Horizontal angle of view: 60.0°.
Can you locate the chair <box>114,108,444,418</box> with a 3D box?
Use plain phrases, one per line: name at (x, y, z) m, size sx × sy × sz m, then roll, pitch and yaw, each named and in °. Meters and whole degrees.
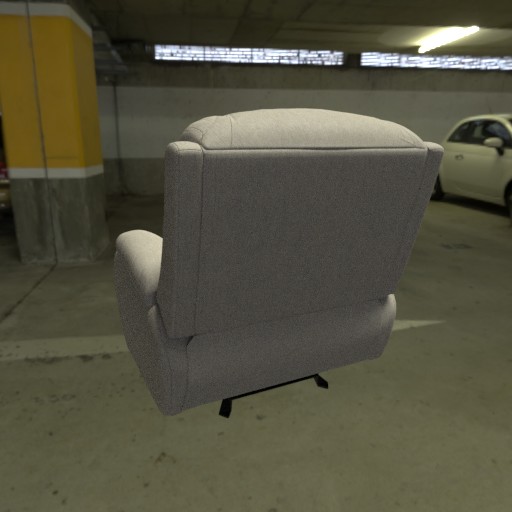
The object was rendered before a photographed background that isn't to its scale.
chair at (0.000, 0.000, 1.660) m, size 0.930 × 1.011 × 0.899 m, roll -7°, pitch 16°, yaw -26°
